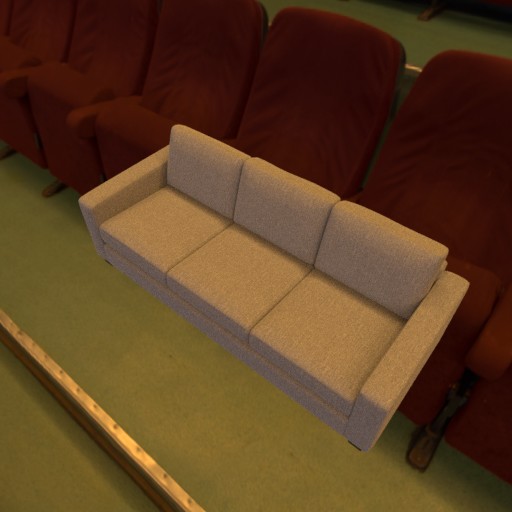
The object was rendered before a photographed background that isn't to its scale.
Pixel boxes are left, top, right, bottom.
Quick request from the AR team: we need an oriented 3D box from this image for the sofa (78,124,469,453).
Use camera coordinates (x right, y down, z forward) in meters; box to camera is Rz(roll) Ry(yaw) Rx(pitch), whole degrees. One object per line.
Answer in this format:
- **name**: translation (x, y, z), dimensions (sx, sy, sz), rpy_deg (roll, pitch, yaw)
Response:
- **sofa**: translation (0.000, 0.000, 2.594), dimensions (2.120, 0.800, 0.900), rpy_deg (31, 54, 26)
